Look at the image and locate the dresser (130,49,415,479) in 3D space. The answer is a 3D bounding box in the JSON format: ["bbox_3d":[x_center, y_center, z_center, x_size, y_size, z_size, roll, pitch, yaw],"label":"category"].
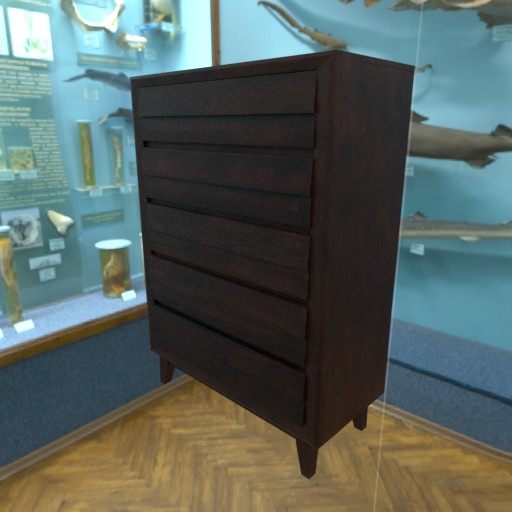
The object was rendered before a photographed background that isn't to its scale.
[{"bbox_3d":[0.000,0.000,1.962,1.072,1.514,0.506,15,22,41],"label":"dresser"}]
